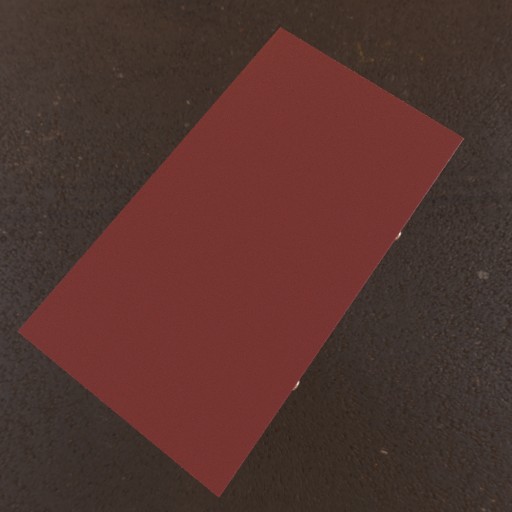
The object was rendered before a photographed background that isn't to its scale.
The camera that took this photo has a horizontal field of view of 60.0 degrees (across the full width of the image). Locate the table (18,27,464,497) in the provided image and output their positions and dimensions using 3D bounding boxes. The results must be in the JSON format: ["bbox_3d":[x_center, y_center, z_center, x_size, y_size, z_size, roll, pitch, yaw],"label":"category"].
[{"bbox_3d":[0.000,0.000,1.347,0.612,0.493,1.068,35,78,9],"label":"table"}]
